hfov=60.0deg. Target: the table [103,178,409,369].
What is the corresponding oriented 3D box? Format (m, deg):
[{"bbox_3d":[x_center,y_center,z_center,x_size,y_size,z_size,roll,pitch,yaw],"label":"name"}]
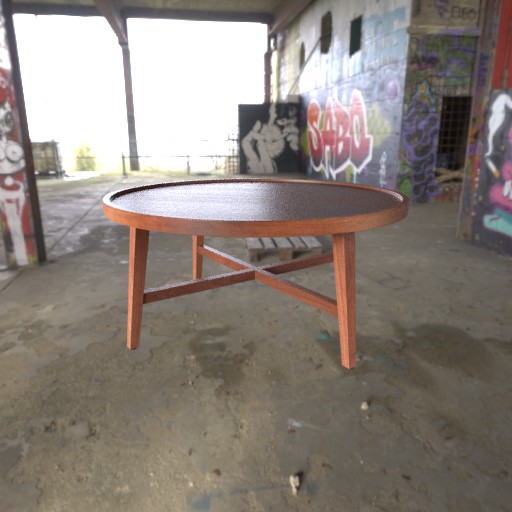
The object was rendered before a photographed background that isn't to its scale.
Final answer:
[{"bbox_3d":[0.000,0.000,1.266,0.800,0.360,0.800,0,16,0],"label":"table"}]
